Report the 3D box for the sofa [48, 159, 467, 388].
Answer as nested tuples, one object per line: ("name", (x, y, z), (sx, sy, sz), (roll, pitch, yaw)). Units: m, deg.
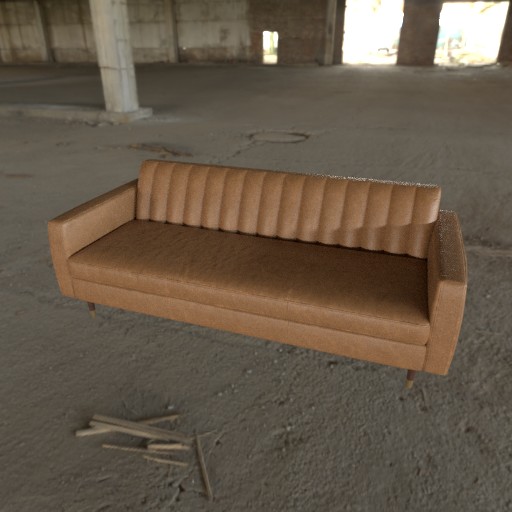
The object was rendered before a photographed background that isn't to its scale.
("sofa", (0.000, 0.000, 2.691), (2.291, 0.821, 0.990), (9, 27, 17))
